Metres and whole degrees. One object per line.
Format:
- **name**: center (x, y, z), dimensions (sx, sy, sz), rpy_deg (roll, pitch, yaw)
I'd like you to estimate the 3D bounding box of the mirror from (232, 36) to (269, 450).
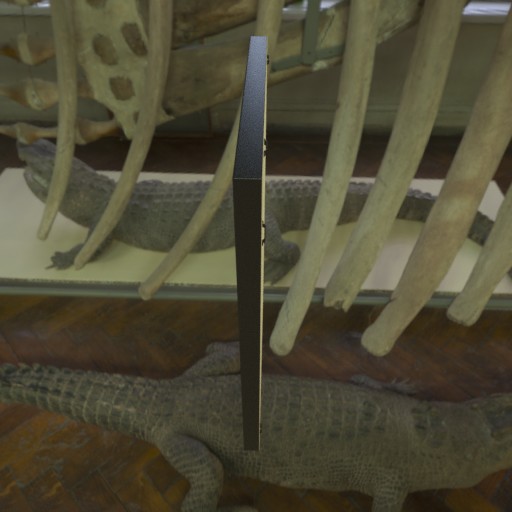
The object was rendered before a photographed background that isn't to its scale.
- **mirror**: center (0.000, 0.000, 0.929), dimensions (0.039, 0.710, 0.507), rpy_deg (1, 43, 1)
